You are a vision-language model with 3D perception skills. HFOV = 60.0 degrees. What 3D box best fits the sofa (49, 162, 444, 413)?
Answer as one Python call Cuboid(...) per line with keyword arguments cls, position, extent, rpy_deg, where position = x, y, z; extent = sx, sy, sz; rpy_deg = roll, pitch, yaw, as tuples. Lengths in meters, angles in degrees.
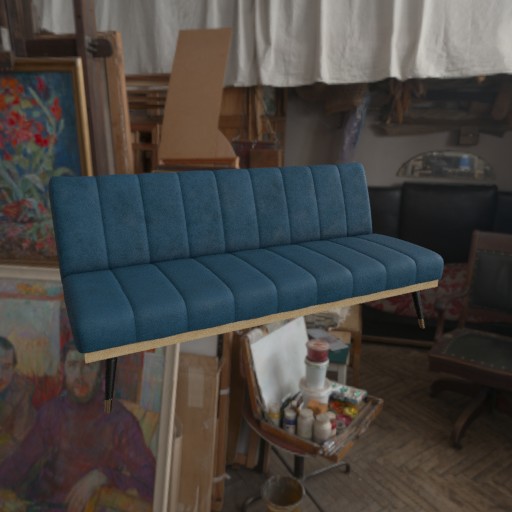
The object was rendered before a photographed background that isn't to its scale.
Cuboid(cls="sofa", position=(0.000, 0.000, 2.252), extent=(1.810, 0.825, 0.830), rpy_deg=(-8, 18, -25))
